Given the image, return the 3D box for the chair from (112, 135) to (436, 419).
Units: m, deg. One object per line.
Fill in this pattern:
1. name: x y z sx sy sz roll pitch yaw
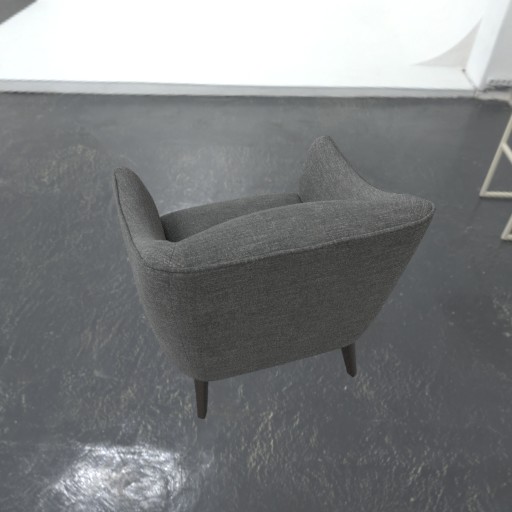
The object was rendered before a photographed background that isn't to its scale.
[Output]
1. chair: 0.000 0.000 1.545 0.870 0.829 0.851 -12 44 -12
